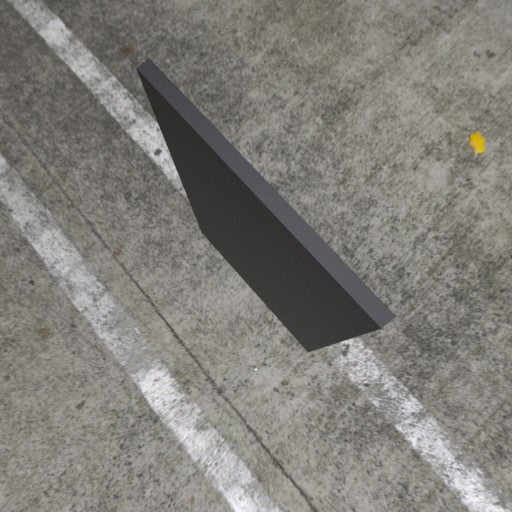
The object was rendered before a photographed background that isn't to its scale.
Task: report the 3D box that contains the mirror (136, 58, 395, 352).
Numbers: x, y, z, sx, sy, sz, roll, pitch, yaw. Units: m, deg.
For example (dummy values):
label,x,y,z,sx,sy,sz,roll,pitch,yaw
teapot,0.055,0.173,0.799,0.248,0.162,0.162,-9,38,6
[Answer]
label,x,y,z,sx,sy,sz,roll,pitch,yaw
mirror,0.000,0.000,1.504,0.038,1.219,0.762,-40,79,-9
